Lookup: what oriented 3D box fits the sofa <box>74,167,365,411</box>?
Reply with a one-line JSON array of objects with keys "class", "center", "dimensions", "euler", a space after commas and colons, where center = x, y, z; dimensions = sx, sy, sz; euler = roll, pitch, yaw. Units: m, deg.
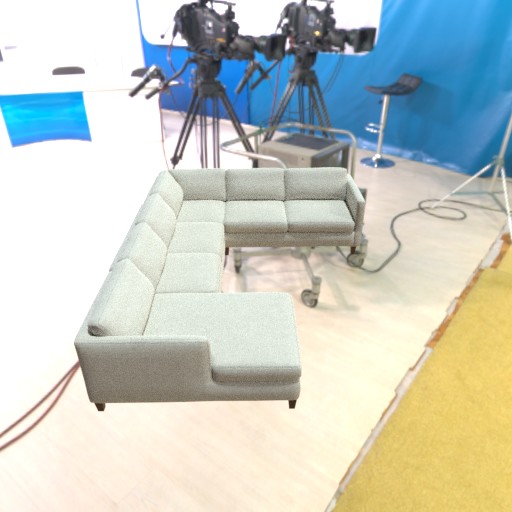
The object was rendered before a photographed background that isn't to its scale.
[{"class": "sofa", "center": [0.000, 0.000, 4.492], "dimensions": [2.551, 0.853, 3.238], "euler": [0, 31, -1]}]
